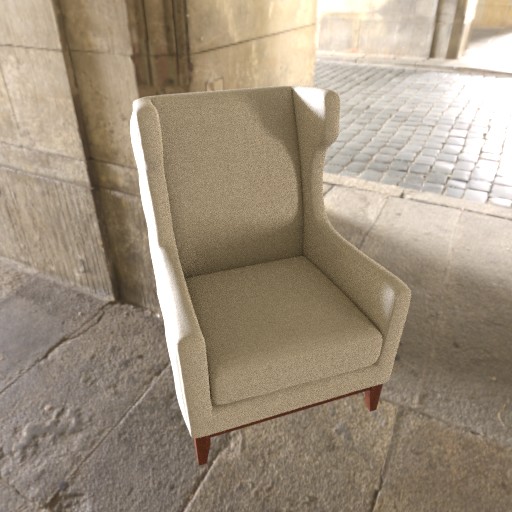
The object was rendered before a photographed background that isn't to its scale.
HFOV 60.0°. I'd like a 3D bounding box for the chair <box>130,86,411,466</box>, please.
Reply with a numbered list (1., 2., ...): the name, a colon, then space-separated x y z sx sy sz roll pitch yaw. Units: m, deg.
1. chair: 0.000 0.000 1.655 0.778 1.079 0.899 -11 34 -16
